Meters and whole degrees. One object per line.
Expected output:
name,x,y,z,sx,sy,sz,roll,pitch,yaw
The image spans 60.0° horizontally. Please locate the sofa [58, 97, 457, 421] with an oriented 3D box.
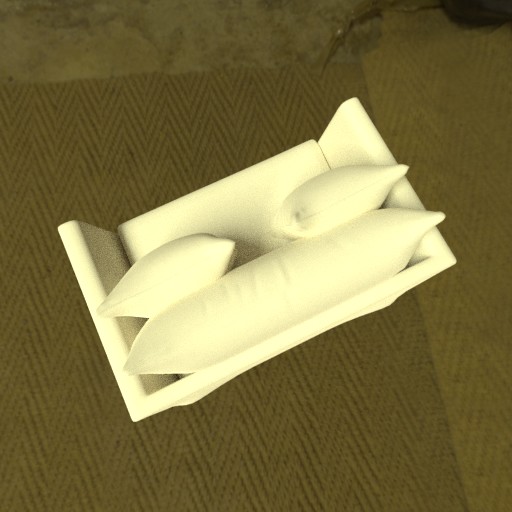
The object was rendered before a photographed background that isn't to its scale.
sofa,0.000,0.000,2.255,1.608,1.039,1.026,-25,77,-6
